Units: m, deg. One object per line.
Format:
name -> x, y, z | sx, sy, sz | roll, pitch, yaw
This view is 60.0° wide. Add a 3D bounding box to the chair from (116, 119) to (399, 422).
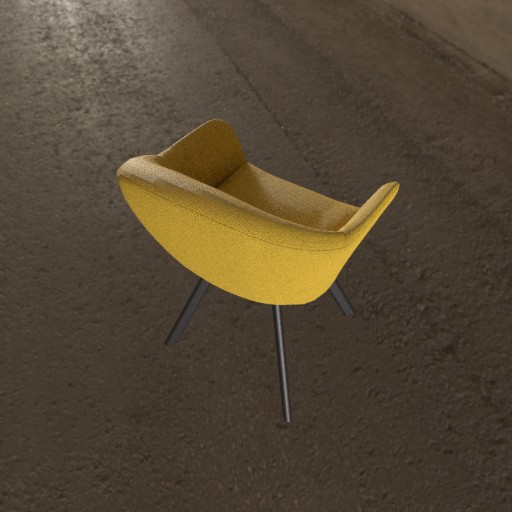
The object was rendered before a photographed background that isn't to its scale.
chair -> 0.000, 0.000, 1.185 | 0.545, 0.775, 0.565 | 26, 52, 23
